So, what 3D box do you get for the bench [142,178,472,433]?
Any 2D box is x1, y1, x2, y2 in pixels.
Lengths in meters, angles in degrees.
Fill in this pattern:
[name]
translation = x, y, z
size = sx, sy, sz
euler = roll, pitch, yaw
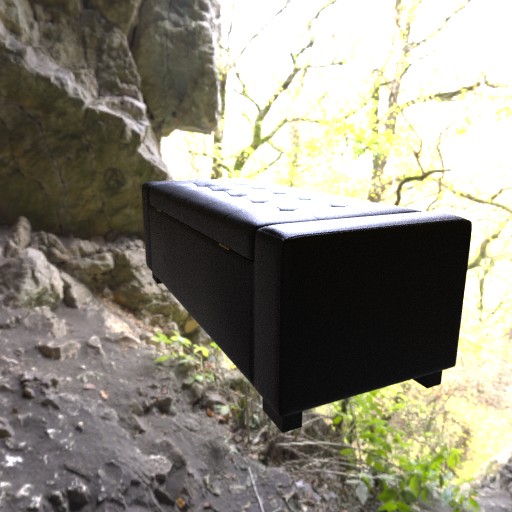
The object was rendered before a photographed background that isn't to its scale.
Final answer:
[bench]
translation = 0.000, 0.000, 1.526
size = 0.508, 0.445, 1.296
euler = -7, 16, -25
